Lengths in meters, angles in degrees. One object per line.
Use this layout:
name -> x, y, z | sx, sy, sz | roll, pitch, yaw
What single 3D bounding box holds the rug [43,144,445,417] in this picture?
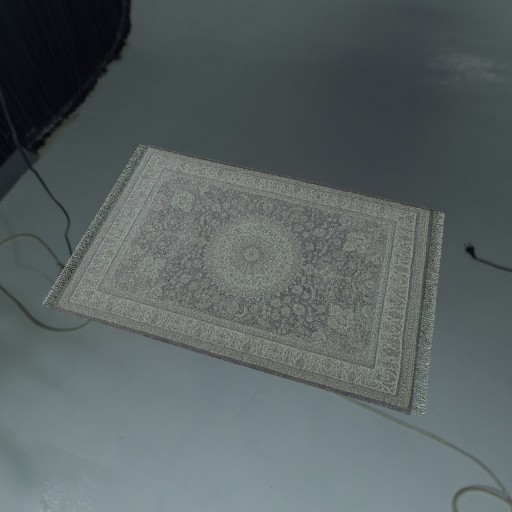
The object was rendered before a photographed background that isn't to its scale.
rug -> 0.000, 0.000, 3.060 | 2.440, 0.010, 1.528 | 14, 59, 9
